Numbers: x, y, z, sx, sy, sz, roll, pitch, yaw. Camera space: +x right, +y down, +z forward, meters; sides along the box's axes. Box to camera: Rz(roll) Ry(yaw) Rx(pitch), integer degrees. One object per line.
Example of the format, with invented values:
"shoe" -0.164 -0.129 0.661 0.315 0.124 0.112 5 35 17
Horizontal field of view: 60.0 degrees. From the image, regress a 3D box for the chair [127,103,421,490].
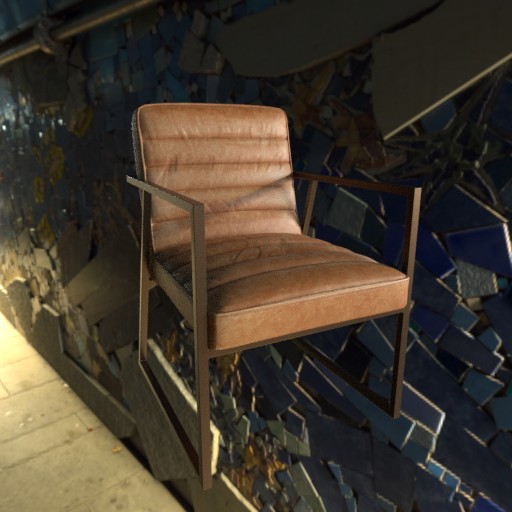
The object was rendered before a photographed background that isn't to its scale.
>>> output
"chair" 0.000 0.000 1.234 0.571 0.832 0.677 -8 17 -26
